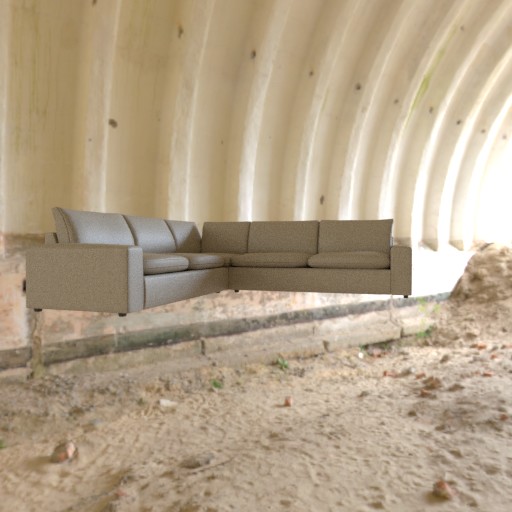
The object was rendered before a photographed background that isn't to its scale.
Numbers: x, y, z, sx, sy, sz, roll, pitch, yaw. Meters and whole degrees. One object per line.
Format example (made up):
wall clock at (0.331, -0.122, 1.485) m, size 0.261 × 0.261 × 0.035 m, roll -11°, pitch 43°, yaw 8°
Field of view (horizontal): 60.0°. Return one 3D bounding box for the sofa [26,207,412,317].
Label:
sofa at (0.000, 0.000, 4.100) m, size 2.742 × 0.800 × 2.622 m, roll 0°, pitch 1°, yaw 18°
